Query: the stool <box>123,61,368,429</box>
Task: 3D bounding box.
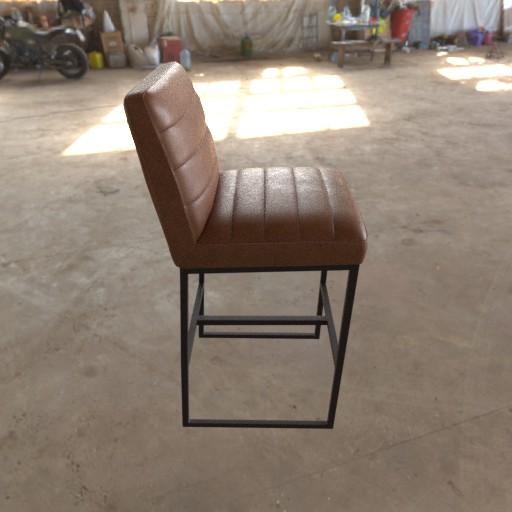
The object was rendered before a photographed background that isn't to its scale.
[{"bbox_3d":[0.000,0.000,1.342,0.556,1.040,0.458,0,32,1],"label":"stool"}]
